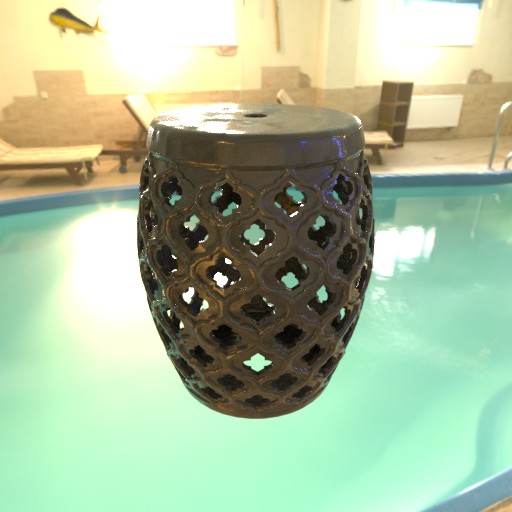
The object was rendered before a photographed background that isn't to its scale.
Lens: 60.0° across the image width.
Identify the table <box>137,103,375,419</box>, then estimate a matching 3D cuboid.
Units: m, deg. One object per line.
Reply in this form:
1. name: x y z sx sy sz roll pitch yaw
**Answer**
1. table: 0.000 0.000 0.636 0.325 0.388 0.325 0 26 0
